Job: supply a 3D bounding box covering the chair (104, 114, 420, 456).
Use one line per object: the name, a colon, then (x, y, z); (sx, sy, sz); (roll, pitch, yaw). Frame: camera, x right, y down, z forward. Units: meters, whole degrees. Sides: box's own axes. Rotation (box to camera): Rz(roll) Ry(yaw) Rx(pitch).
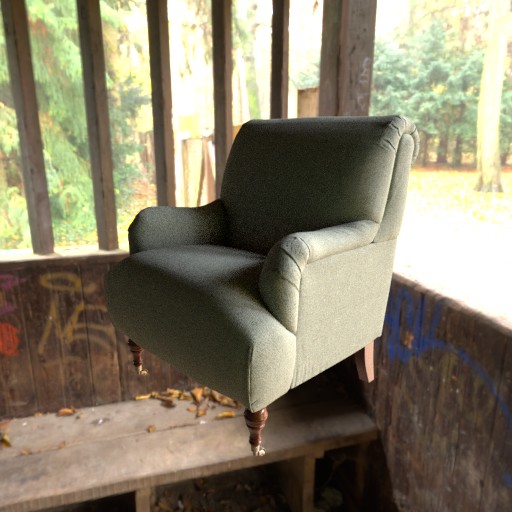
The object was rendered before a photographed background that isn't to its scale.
chair: (0.000, 0.000, 1.933); (0.964, 1.178, 1.060); (15, 21, 43)
